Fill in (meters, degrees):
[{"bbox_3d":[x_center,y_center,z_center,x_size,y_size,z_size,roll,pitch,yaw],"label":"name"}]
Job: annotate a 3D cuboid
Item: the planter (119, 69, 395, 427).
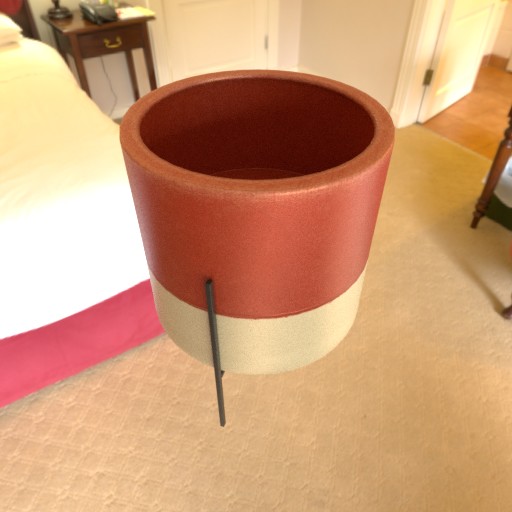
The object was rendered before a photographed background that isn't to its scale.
[{"bbox_3d":[0.000,0.000,0.710,0.345,0.465,0.354,13,43,14],"label":"planter"}]
